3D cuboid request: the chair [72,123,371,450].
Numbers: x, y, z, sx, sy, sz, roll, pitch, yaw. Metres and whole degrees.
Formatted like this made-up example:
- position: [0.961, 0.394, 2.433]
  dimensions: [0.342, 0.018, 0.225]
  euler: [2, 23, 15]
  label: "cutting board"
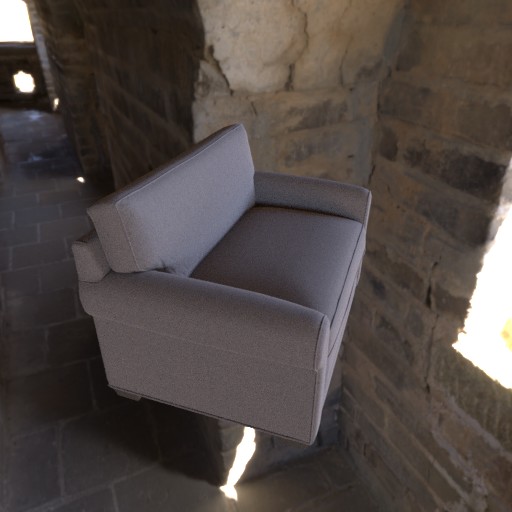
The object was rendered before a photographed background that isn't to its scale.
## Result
- position: [0.000, 0.000, 2.074]
  dimensions: [0.930, 0.930, 1.390]
  euler: [10, 31, 17]
  label: "chair"
